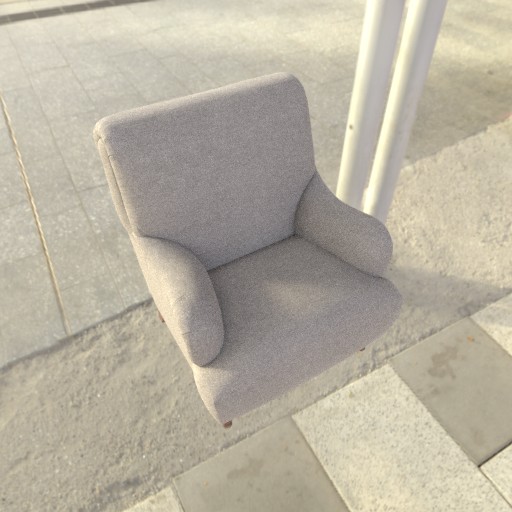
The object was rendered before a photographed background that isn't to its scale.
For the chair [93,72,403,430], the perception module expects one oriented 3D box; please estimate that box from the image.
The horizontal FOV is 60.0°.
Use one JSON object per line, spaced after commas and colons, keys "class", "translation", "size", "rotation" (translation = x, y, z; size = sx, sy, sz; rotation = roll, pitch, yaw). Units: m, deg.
{"class": "chair", "translation": [0.000, 0.000, 1.578], "size": [0.766, 0.942, 0.843], "rotation": [-23, 49, -21]}
